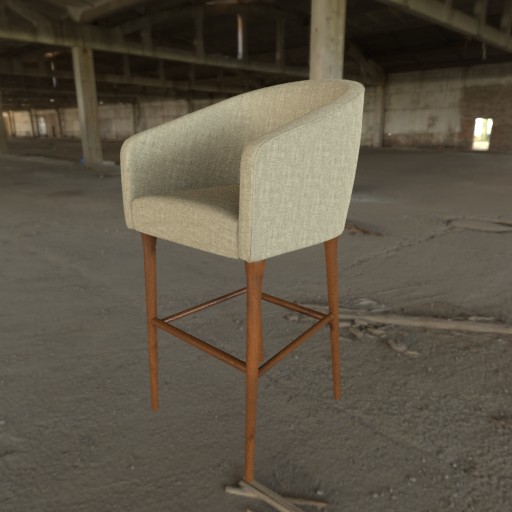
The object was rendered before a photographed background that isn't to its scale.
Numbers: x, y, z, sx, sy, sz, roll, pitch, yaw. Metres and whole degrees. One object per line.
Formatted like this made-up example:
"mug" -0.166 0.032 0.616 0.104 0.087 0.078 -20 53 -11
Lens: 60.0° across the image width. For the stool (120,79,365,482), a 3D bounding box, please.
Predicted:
"stool" 0.000 0.000 1.402 0.559 1.078 0.607 15 22 42
